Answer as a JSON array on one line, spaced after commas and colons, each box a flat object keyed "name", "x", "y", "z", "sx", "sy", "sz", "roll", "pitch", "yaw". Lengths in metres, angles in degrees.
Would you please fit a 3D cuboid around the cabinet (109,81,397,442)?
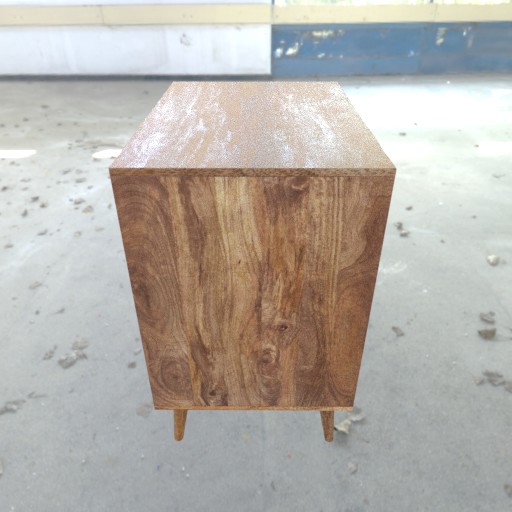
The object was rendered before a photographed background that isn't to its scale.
[{"name": "cabinet", "x": 0.000, "y": 0.000, "z": 1.191, "sx": 0.473, "sy": 0.758, "sz": 0.647, "roll": 0, "pitch": 33, "yaw": 0}]
